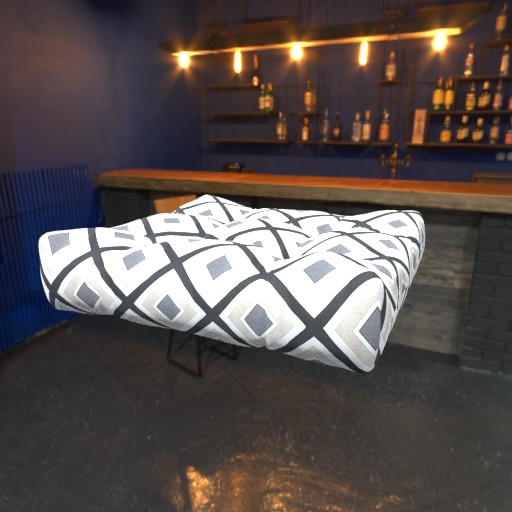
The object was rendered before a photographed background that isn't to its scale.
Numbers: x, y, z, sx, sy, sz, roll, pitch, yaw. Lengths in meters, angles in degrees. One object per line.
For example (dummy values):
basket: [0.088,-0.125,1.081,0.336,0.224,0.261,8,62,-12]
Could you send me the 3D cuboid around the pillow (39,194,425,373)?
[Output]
pillow: [0.000,0.000,0.729,0.490,0.128,0.468,7,17,25]
